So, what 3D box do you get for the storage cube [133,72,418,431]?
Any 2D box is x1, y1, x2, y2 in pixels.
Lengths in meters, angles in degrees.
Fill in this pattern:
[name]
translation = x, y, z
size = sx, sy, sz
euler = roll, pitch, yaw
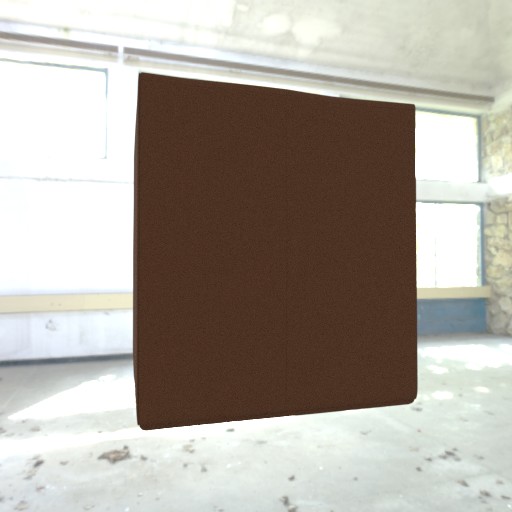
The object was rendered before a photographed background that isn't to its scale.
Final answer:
[storage cube]
translation = 0.000, 0.000, 0.505
size = 0.270, 0.280, 0.270
euler = 0, -1, -16
